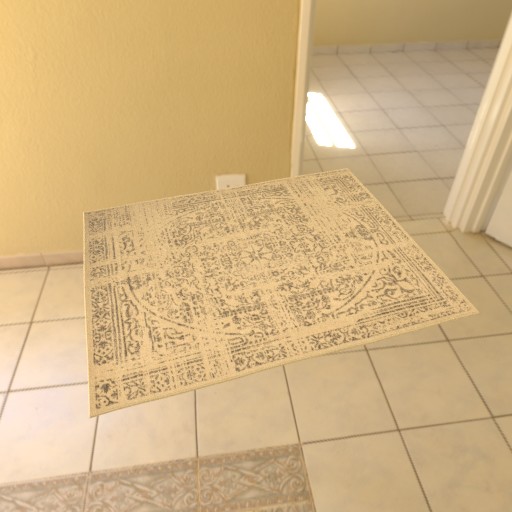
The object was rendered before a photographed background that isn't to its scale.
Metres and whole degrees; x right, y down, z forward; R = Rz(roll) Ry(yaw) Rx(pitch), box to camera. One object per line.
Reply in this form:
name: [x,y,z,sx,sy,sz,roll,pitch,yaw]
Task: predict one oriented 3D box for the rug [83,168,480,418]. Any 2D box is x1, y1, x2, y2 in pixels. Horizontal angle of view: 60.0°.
rug: [0.000,0.000,3.918,2.921,0.032,2.311,-12,43,-13]
